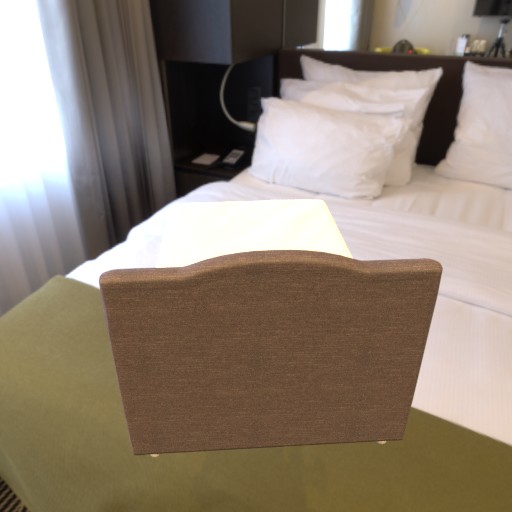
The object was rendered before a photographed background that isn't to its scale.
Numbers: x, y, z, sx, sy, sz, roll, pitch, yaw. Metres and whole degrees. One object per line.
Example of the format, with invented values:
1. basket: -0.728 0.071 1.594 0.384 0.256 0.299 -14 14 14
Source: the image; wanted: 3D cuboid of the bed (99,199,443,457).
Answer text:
1. bed: 0.000 0.000 3.516 1.741 1.441 2.507 -2 30 -3
